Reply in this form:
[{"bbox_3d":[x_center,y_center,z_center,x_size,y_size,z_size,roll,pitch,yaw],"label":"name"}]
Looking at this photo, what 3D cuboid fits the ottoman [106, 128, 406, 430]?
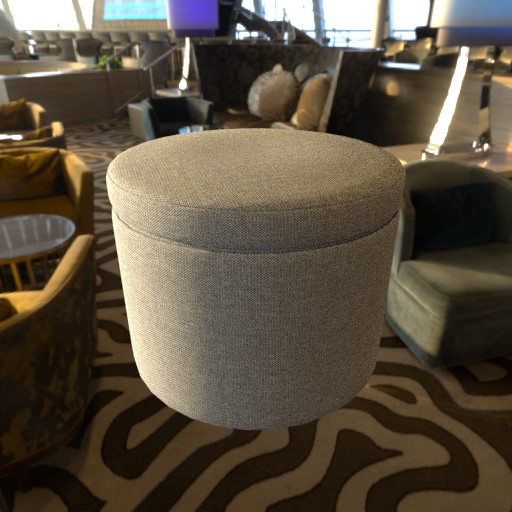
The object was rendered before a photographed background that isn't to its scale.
[{"bbox_3d":[0.000,0.000,0.851,0.500,0.419,0.500,0,27,0],"label":"ottoman"}]
